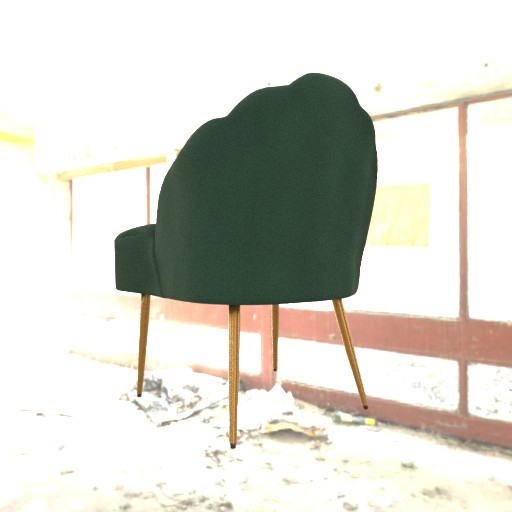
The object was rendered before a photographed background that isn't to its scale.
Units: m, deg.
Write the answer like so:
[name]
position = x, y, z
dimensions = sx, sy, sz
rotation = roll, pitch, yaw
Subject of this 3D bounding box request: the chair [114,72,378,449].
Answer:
[chair]
position = 0.000, 0.000, 1.237
dimensions = 0.657, 0.819, 0.599
rotation = 0, 0, -35
